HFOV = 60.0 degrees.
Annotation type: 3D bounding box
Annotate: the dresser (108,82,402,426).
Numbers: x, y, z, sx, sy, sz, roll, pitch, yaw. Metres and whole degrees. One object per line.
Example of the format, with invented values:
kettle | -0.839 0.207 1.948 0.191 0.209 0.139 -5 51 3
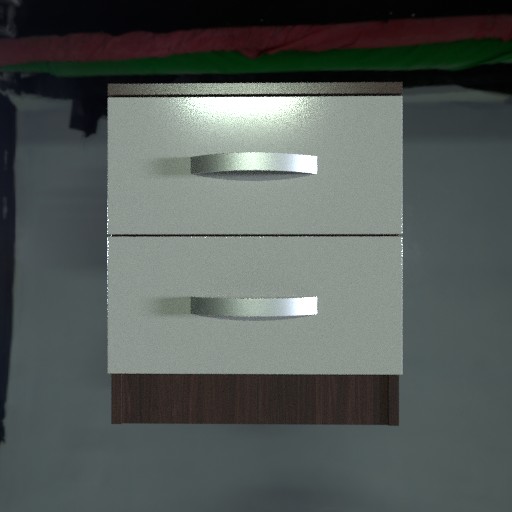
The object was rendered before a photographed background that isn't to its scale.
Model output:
dresser | 0.000 0.000 0.754 0.400 0.470 0.360 0 0 1
